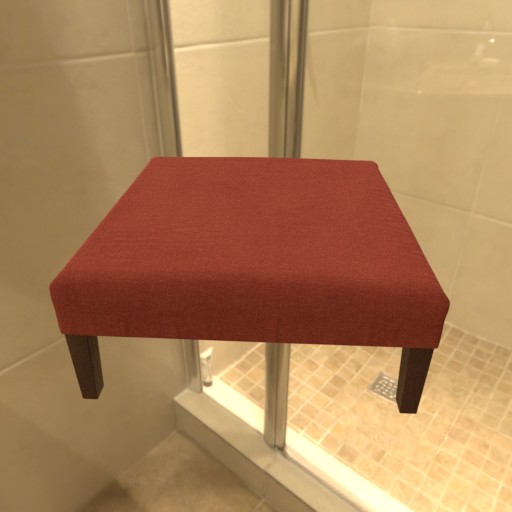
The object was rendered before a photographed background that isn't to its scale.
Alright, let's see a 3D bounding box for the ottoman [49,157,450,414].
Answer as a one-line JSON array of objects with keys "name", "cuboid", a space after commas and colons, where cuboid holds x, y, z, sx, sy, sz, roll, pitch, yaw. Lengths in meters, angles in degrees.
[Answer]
[{"name": "ottoman", "cuboid": [0.000, 0.000, 1.423, 0.890, 0.411, 0.889, 2, 31, 3]}]
